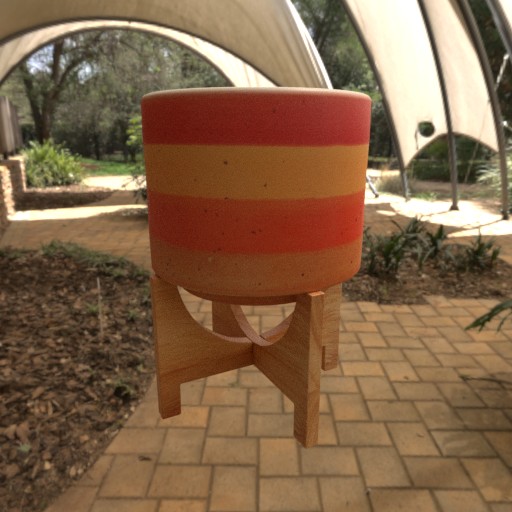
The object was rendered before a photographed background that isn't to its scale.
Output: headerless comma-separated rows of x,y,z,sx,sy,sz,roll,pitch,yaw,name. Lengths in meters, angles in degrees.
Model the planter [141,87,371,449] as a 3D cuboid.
0.000,0.000,0.560,0.269,0.379,0.269,0,16,0,planter
